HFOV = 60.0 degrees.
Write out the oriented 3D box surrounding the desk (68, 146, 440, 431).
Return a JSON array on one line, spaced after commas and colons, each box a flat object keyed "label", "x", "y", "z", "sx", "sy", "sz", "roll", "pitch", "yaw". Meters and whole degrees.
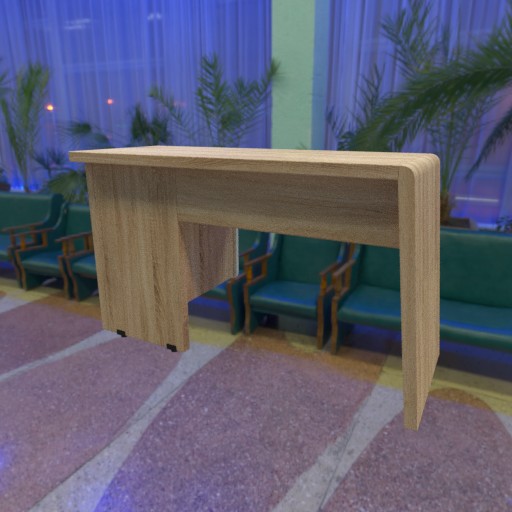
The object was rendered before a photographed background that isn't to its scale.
[{"label": "desk", "x": 0.000, "y": 0.000, "z": 1.652, "sx": 1.300, "sy": 0.750, "sz": 0.500, "roll": 9, "pitch": 19, "yaw": 27}]
